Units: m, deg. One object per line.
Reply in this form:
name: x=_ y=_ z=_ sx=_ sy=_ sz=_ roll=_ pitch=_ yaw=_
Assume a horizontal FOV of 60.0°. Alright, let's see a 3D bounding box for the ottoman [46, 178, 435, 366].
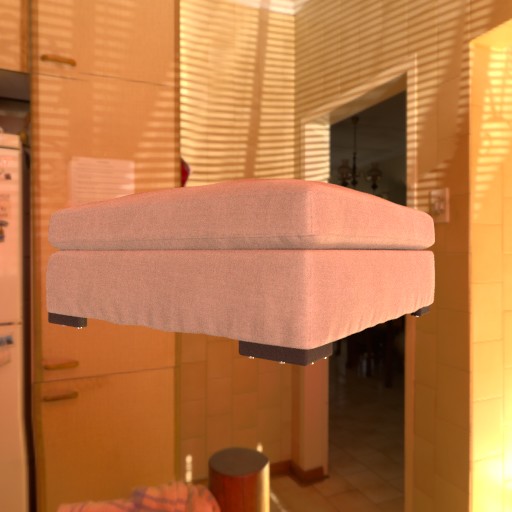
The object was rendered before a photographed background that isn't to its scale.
ottoman: x=0.000 y=0.000 z=1.825 sx=1.171 sy=0.517 sz=1.203 roll=0 pitch=1 yaw=35
